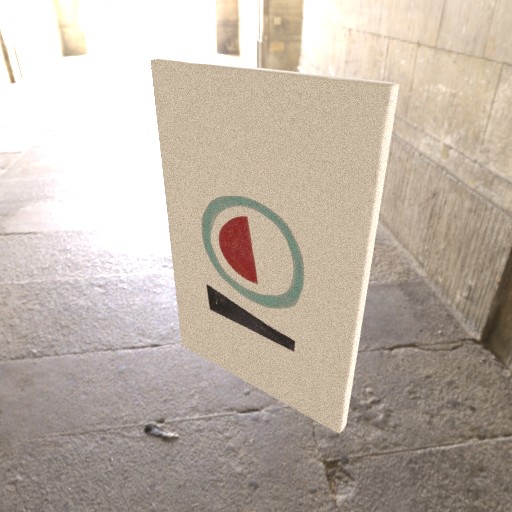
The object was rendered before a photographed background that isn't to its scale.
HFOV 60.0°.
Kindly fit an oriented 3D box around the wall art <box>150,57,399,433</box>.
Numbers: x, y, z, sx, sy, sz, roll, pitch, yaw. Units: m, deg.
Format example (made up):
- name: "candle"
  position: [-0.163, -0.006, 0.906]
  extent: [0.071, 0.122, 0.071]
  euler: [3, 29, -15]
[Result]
- name: "wall art"
  position: [0.000, 0.000, 1.149]
  extent: [0.602, 0.902, 0.048]
  euler: [21, 36, 31]
